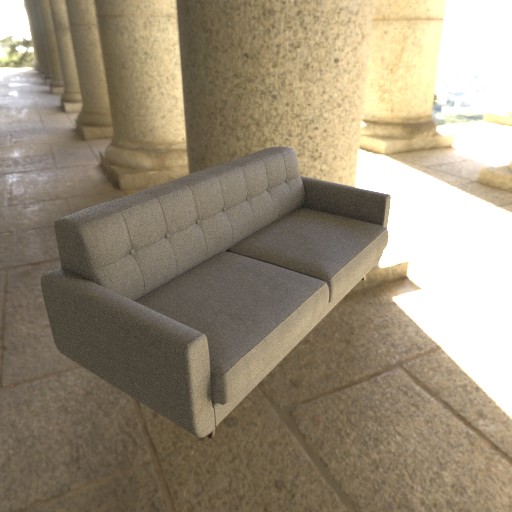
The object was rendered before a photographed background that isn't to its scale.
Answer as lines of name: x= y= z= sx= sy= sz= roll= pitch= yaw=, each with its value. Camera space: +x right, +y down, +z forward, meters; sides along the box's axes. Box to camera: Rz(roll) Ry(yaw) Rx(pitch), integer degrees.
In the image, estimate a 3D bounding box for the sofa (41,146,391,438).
sofa: x=0.000 y=0.000 z=2.570 sx=0.968 sy=0.873 sz=2.055 roll=17 pitch=31 yaw=31
